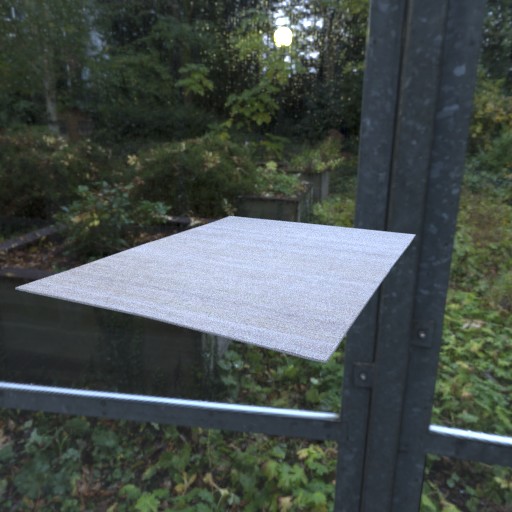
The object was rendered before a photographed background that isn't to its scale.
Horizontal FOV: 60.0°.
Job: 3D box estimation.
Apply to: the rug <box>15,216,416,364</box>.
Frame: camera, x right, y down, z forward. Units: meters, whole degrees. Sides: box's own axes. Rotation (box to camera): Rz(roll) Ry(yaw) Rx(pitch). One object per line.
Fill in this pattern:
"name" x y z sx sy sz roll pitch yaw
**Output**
"rug" 0.000 0.000 4.218 2.467 0.046 3.245 8 18 26
